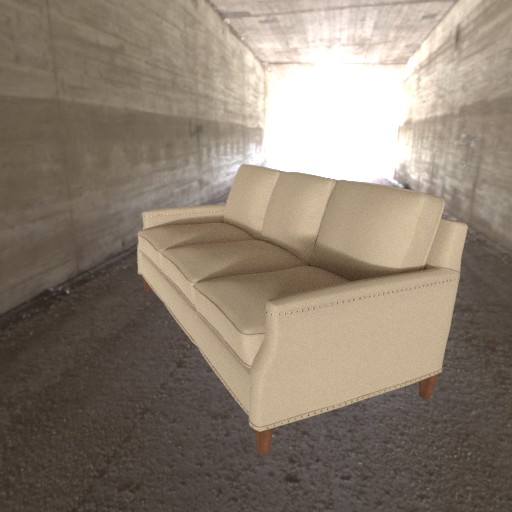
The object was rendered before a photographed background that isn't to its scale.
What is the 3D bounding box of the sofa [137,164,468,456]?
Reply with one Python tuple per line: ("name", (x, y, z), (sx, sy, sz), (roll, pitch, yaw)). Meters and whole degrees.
("sofa", (0.000, 0.000, 2.776), (1.084, 1.003, 2.246), (-7, 17, -25))
